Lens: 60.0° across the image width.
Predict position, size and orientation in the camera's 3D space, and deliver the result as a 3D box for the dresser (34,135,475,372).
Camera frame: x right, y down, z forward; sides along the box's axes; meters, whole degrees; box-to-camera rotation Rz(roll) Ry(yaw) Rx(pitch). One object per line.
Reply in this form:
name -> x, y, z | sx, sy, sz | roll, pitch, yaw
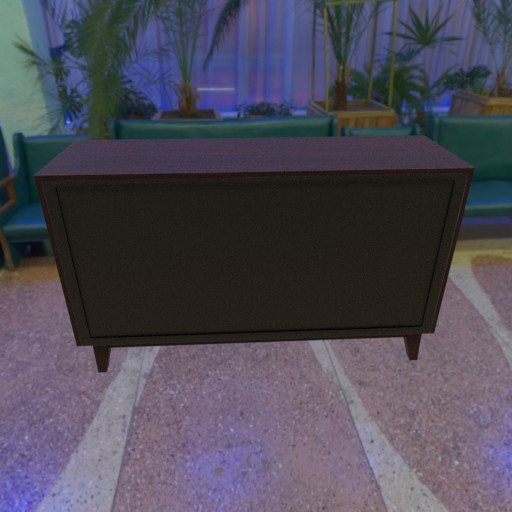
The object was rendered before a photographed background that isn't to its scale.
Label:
dresser -> 0.000, 0.000, 2.061 | 1.609, 0.971, 0.499 | -2, 29, -3
